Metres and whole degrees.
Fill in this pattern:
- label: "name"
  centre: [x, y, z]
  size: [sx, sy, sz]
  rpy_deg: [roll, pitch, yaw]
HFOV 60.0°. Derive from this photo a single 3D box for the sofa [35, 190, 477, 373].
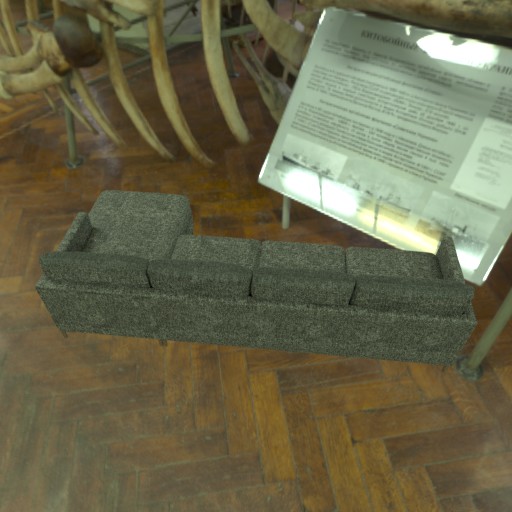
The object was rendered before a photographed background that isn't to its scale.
- label: "sofa"
  centre: [0.000, 0.000, 4.010]
  size: [3.384, 0.970, 1.488]
  rpy_deg: [4, 46, 4]
